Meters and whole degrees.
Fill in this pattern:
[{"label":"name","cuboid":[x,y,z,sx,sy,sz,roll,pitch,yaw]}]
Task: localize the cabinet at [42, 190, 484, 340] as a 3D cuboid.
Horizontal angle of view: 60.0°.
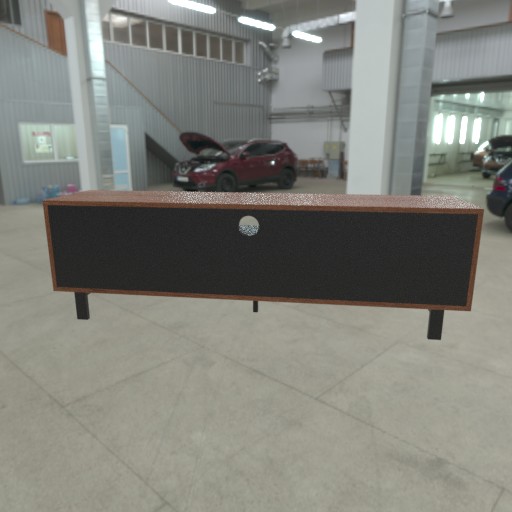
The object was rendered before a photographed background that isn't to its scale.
[{"label":"cabinet","cuboid":[0.000,0.000,1.897,1.650,0.500,0.400,2,15,8]}]
